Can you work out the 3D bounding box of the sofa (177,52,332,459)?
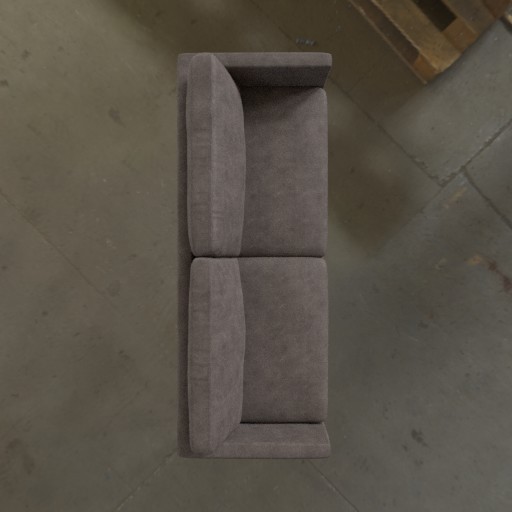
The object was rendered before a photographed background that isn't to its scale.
[{"bbox_3d":[0.000,0.000,2.900,0.951,0.965,2.434,0,90,1],"label":"sofa"}]
